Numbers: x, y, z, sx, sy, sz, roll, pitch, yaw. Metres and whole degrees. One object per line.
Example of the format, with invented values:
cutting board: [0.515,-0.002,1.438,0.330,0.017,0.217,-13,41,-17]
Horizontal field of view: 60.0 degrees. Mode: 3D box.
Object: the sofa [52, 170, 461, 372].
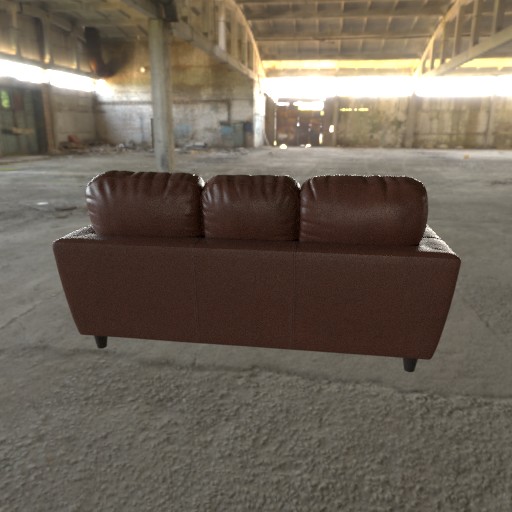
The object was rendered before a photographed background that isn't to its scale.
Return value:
sofa: [0.000,0.000,2.380,1.862,0.915,0.802,2,16,8]
